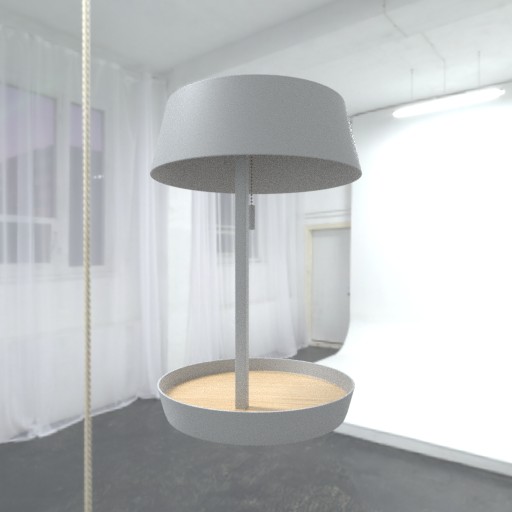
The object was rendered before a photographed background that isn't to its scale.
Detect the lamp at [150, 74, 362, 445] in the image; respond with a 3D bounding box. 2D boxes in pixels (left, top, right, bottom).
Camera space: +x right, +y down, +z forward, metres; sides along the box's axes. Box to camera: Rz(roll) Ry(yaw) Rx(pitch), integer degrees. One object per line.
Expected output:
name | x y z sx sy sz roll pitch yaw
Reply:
lamp | 0.000 0.000 0.624 0.291 0.429 0.291 0 0 0
